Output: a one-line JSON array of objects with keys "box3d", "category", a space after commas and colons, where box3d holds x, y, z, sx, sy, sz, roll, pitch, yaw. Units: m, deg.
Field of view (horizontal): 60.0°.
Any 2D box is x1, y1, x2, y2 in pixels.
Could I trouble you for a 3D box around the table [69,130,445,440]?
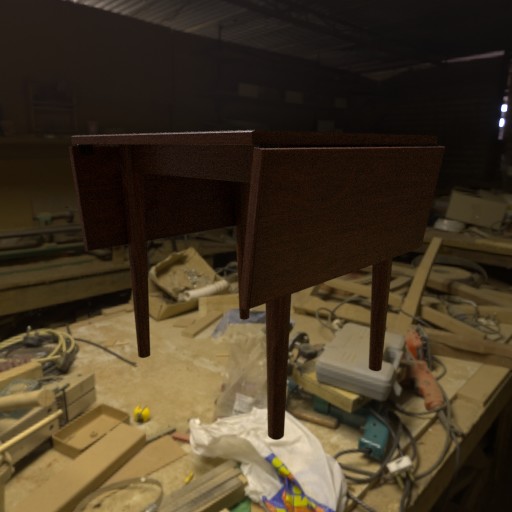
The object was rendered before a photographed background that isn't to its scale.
[{"box3d": [0.000, 0.000, 1.457, 0.843, 0.763, 0.812, 14, 20, 43], "category": "table"}]
